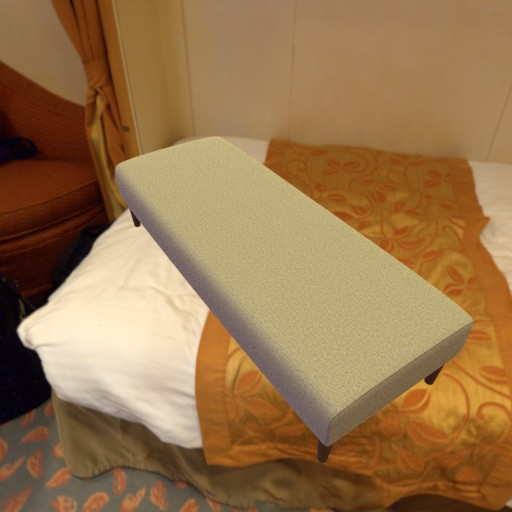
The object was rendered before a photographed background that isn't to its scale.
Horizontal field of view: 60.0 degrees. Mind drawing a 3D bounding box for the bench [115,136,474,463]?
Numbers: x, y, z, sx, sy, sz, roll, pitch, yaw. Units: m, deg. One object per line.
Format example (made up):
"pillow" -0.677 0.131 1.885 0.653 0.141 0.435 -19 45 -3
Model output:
"bench" 0.000 0.000 1.859 0.631 0.383 1.598 -23 45 -25
